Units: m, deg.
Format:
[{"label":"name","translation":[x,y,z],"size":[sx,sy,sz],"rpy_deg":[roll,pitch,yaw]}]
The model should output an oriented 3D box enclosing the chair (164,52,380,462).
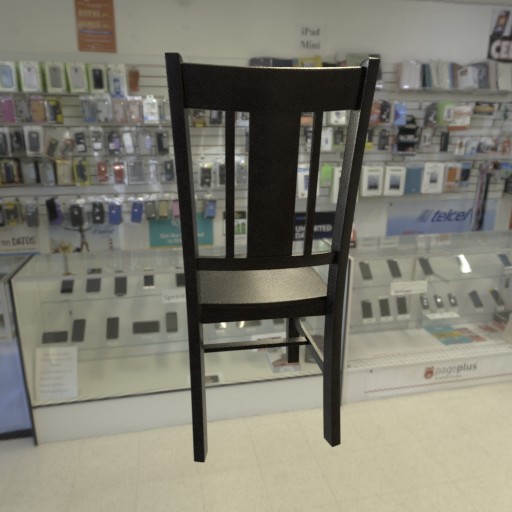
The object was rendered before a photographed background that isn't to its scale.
[{"label":"chair","translation":[0.000,0.000,1.283],"size":[0.450,0.998,0.555],"rpy_deg":[-3,16,-9]}]
